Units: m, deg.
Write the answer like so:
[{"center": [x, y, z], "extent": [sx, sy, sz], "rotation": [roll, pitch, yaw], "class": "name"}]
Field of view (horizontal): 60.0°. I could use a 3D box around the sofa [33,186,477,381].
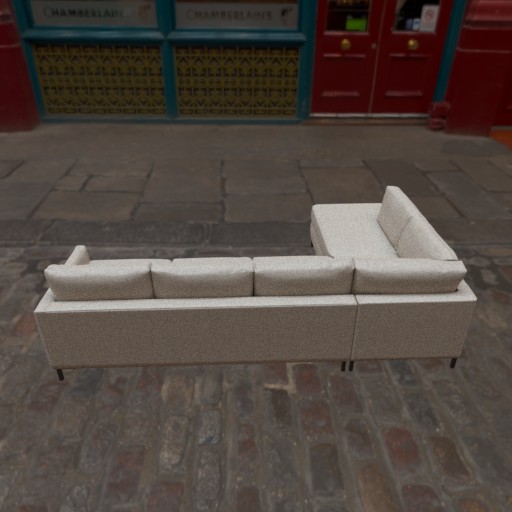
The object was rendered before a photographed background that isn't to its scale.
[{"center": [0.000, 0.000, 3.131], "extent": [2.423, 0.703, 1.617], "rotation": [-1, 30, -2], "class": "sofa"}]
